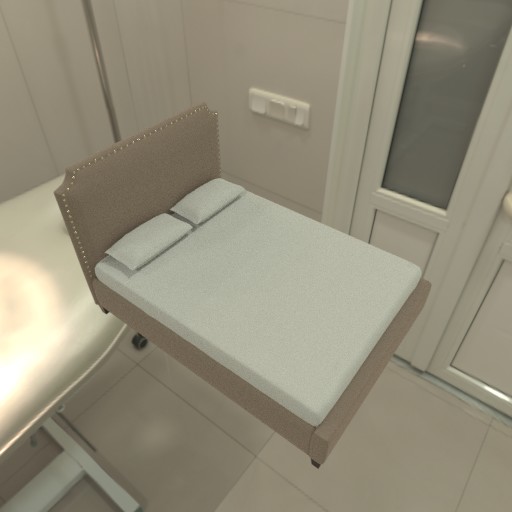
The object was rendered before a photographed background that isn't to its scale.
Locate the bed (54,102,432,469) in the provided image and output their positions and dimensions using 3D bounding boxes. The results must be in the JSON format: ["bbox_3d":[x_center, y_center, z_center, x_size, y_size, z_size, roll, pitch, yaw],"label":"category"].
[{"bbox_3d":[0.000,0.000,3.499,2.372,1.443,1.713,27,49,27],"label":"bed"}]
